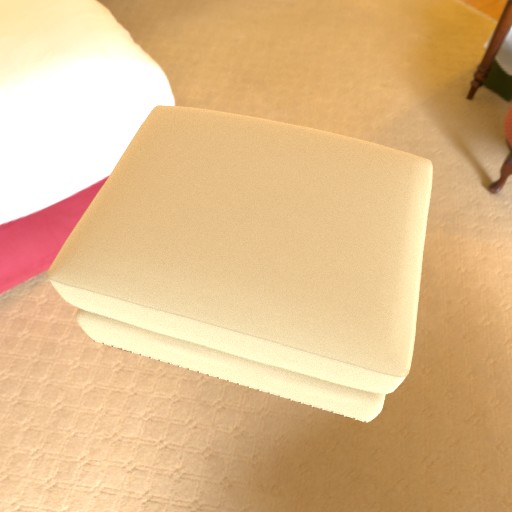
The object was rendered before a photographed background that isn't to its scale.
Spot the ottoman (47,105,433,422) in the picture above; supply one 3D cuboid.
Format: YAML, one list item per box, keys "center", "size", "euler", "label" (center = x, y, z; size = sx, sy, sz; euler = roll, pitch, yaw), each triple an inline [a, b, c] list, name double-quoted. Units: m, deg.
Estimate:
- center: [0.000, 0.000, 1.134]
  size: [0.741, 0.513, 0.584]
  euler: [14, 58, 9]
  label: "ottoman"
